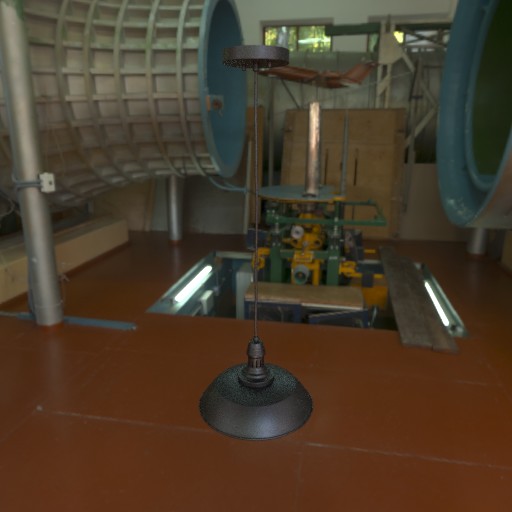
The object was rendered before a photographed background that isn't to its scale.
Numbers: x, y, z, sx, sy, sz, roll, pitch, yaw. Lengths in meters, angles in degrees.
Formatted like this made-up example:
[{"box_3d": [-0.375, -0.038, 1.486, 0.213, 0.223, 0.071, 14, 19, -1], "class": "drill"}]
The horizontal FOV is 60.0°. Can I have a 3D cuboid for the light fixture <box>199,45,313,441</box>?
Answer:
[{"box_3d": [0.000, 0.000, 1.170, 0.331, 0.993, 0.331, 15, 22, 43], "class": "light fixture"}]
